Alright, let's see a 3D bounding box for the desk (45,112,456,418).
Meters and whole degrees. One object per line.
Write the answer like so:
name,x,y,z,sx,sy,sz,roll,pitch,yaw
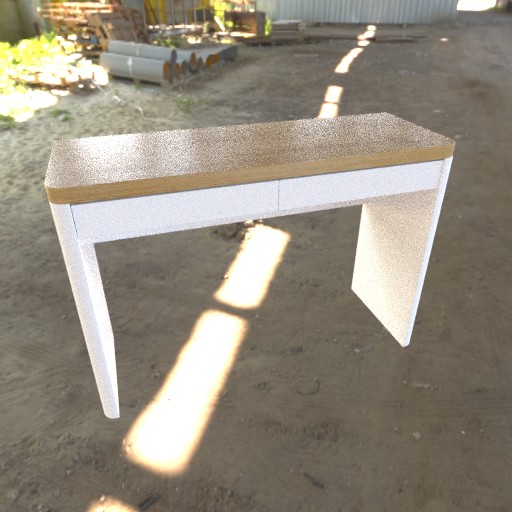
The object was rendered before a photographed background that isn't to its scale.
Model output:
desk,0.000,0.000,1.462,1.100,0.760,0.390,-10,32,-15
